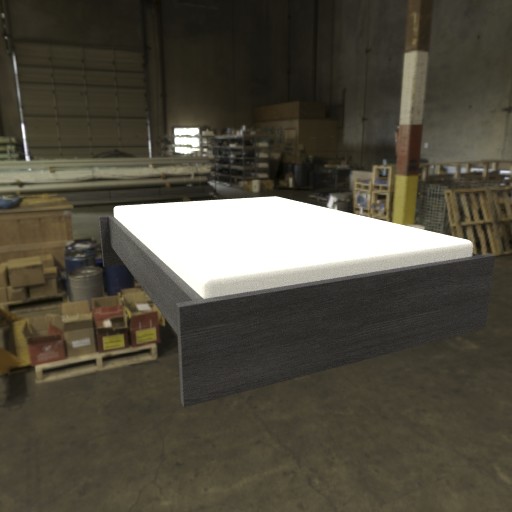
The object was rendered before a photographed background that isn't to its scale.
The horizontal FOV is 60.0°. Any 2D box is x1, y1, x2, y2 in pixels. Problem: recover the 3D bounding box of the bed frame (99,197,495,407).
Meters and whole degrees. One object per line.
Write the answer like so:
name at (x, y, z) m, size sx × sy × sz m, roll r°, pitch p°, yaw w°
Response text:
bed frame at (0.000, 0.000, 2.598) m, size 1.490 × 0.432 × 1.950 m, roll -7°, pitch 16°, yaw -25°
